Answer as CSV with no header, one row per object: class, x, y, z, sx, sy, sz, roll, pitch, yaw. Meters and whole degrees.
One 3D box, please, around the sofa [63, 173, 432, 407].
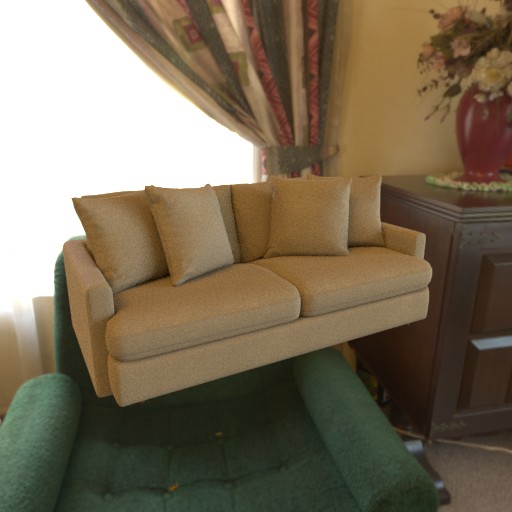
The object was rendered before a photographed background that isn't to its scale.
sofa,0.000,0.000,3.103,2.380,1.084,1.228,-9,19,-27
